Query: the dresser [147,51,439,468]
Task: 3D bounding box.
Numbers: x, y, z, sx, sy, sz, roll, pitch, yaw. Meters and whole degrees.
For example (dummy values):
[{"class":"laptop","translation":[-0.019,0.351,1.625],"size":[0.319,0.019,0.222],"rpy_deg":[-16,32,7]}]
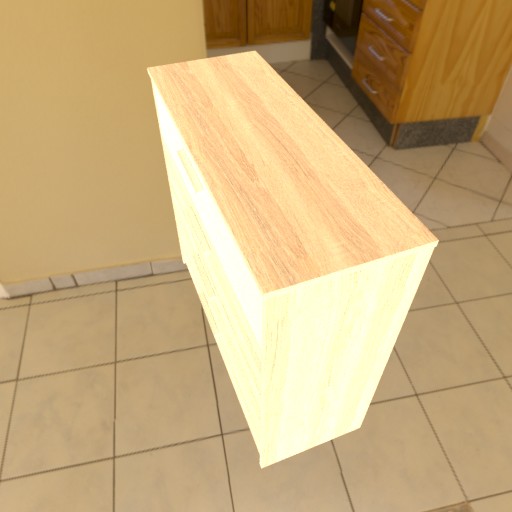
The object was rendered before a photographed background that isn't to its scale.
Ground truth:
[{"class":"dresser","translation":[0.000,0.000,1.454],"size":[0.380,0.900,0.980],"rpy_deg":[-16,48,-15]}]
